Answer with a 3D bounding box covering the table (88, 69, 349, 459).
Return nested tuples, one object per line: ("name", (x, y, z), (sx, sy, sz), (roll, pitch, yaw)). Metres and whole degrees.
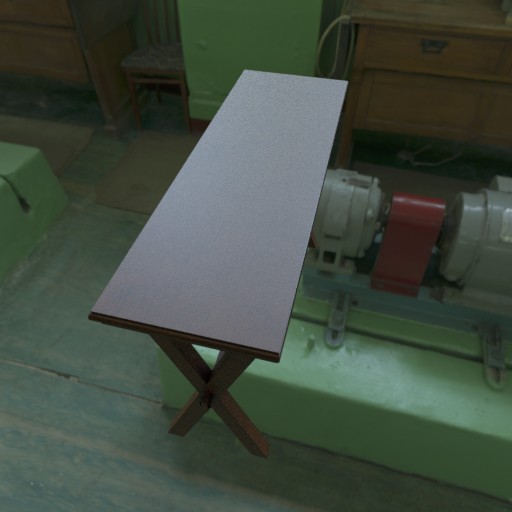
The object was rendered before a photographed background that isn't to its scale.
("table", (0.000, 0.000, 1.538), (0.399, 0.763, 1.197), (10, 47, 10))
